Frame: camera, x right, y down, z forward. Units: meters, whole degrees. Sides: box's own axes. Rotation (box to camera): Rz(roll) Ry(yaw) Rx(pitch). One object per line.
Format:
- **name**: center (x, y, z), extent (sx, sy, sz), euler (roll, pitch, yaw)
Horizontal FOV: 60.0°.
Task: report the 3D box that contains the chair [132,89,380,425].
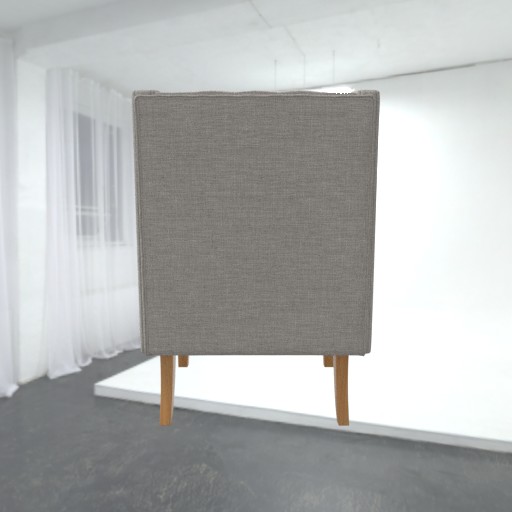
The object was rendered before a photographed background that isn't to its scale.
- **chair**: center (0.000, 0.000, 1.489), extent (0.710, 0.930, 0.760), euler (0, 2, 0)
